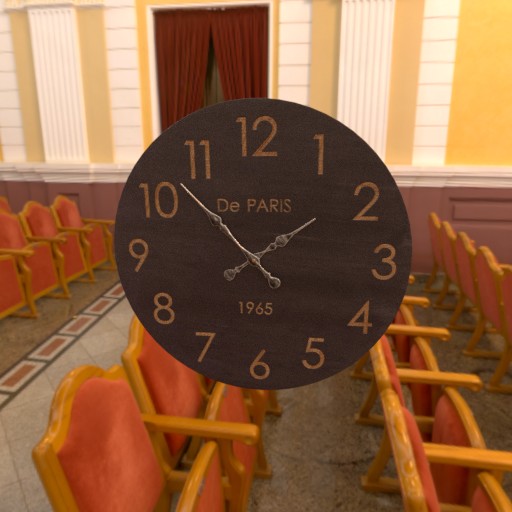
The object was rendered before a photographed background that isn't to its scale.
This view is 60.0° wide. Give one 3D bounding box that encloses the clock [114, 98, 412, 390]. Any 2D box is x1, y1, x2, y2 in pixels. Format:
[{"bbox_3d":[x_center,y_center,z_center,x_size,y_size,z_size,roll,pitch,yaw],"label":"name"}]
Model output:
[{"bbox_3d":[0.000,0.000,0.884,0.595,0.595,0.029,2,15,9],"label":"clock"}]
